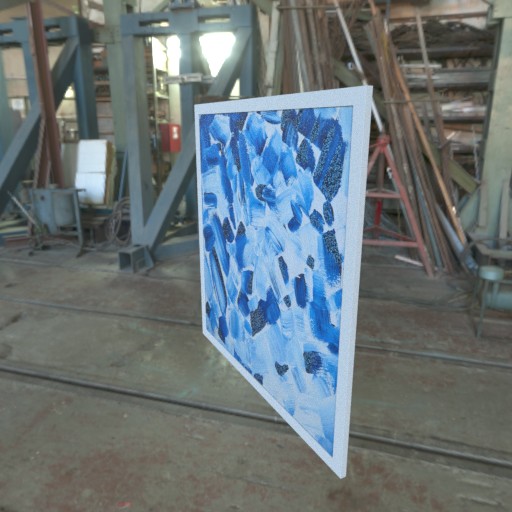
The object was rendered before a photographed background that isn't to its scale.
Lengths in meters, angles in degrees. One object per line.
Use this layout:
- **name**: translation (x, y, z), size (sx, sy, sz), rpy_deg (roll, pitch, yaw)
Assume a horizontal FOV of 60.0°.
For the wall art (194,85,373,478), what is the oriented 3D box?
- **wall art**: translation (0.000, 0.000, 1.209), size (0.015, 0.812, 0.812), rpy_deg (-9, 18, -27)
